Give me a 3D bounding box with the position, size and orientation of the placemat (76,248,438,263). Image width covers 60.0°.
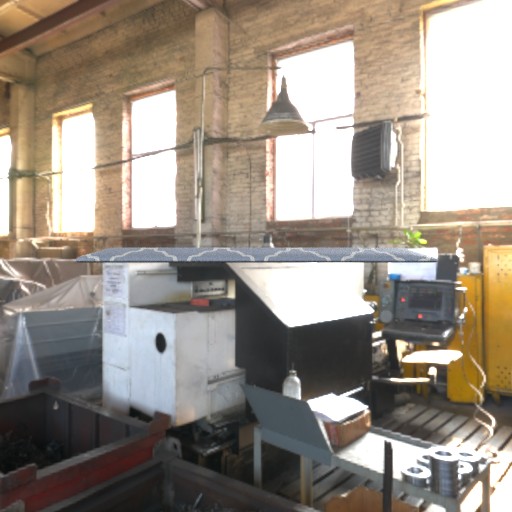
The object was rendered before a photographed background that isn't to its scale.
[{"bbox_3d":[0.000,0.000,0.970,0.508,0.021,0.762,0,0,0],"label":"placemat"}]
